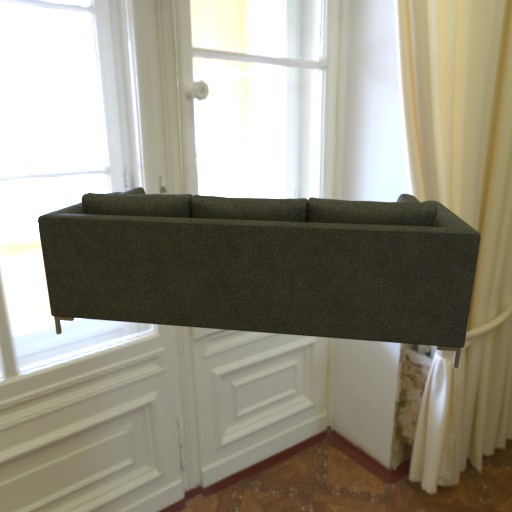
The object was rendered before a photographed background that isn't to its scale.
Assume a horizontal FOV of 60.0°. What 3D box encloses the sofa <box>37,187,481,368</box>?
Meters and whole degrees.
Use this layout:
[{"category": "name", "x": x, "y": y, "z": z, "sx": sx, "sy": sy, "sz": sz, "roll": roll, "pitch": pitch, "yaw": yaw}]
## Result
[{"category": "sofa", "x": 0.000, "y": 0.000, "z": 2.914, "sx": 2.415, "sy": 0.867, "sz": 0.969, "roll": 3, "pitch": 17, "yaw": 9}]
